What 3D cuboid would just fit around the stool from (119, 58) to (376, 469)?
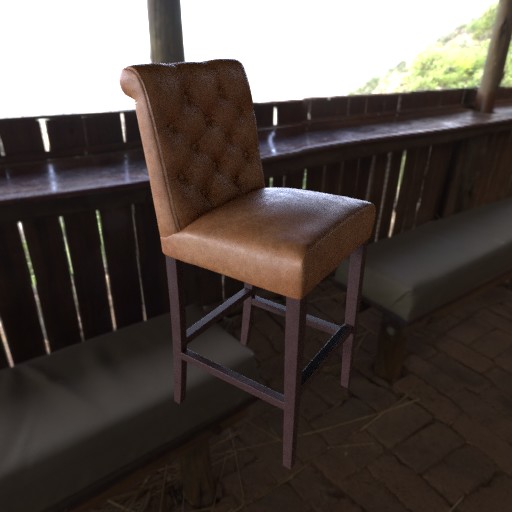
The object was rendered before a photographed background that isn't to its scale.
[{"bbox_3d":[0.000,0.000,1.429,0.601,1.140,0.493,17,31,30],"label":"stool"}]
